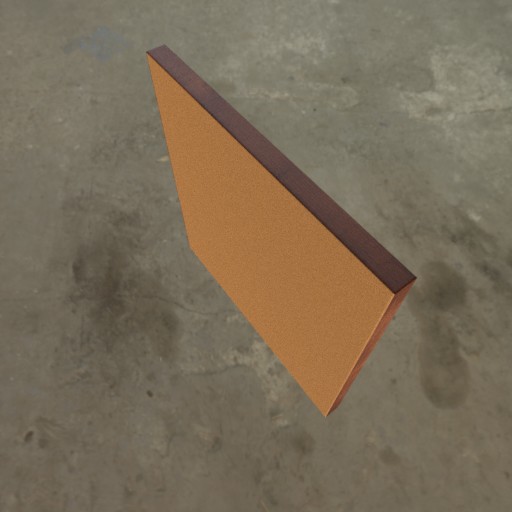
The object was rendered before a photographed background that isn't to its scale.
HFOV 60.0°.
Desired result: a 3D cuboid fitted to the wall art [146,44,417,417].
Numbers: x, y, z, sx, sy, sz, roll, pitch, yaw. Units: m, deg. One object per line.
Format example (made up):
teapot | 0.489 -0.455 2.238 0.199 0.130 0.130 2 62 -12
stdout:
wall art | 0.000 0.000 0.848 0.037 0.572 0.554 -32 63 -19
